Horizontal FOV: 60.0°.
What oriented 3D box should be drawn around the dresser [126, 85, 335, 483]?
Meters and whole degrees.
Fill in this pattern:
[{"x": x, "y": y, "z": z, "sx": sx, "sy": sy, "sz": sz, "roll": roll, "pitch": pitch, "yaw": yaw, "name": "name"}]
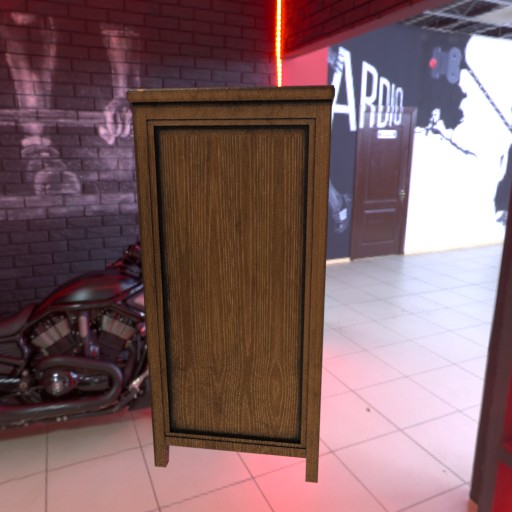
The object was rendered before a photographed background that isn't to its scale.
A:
[{"x": 0.000, "y": 0.000, "z": 1.927, "sx": 0.591, "sy": 1.224, "sz": 1.250, "roll": 2, "pitch": 14, "yaw": 8, "name": "dresser"}]
